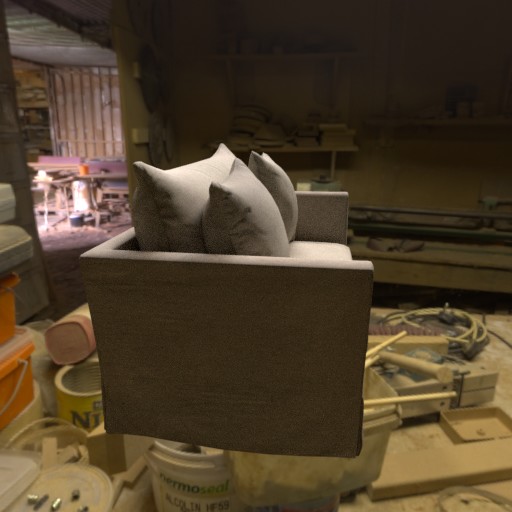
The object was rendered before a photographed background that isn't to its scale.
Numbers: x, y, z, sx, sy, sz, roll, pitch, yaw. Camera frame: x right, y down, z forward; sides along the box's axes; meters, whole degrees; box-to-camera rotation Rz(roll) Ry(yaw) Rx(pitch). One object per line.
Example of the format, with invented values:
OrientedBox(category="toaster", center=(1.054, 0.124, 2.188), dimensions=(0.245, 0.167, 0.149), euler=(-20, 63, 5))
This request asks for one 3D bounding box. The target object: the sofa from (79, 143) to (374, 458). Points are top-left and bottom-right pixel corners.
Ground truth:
OrientedBox(category="sofa", center=(0.000, 0.000, 2.219), dimensions=(1.035, 1.040, 1.608), euler=(2, 17, 8))
